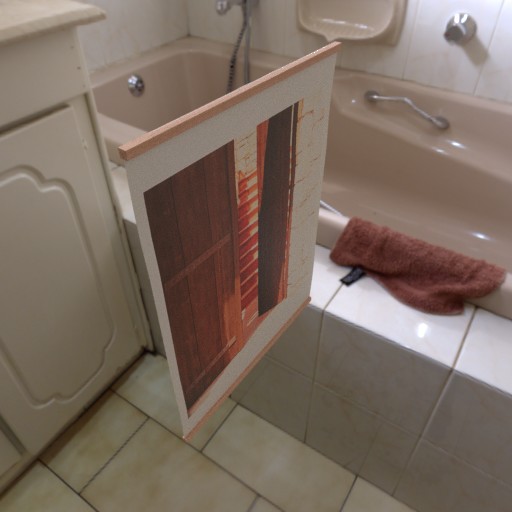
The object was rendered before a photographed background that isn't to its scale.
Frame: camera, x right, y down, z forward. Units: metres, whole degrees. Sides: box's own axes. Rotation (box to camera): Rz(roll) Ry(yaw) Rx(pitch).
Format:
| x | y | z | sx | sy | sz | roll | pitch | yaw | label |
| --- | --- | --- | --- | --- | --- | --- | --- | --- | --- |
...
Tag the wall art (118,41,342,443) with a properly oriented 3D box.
| x | y | z | sx | sy | sz | roll | pitch | yaw | label |
| --- | --- | --- | --- | --- | --- | --- | --- | --- | --- |
| 0.000 | 0.000 | 1.294 | 0.020 | 1.013 | 0.758 | 25 | 47 | 26 | wall art |
